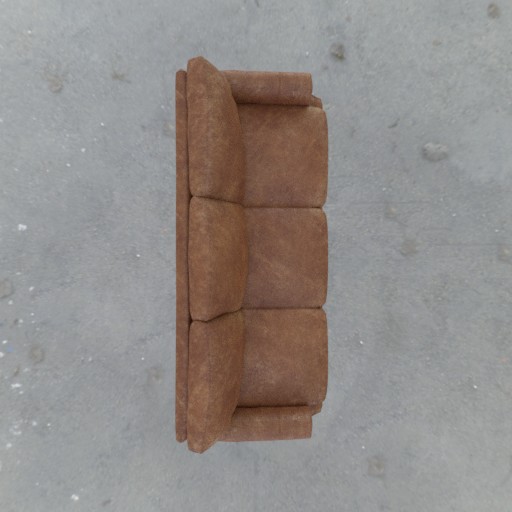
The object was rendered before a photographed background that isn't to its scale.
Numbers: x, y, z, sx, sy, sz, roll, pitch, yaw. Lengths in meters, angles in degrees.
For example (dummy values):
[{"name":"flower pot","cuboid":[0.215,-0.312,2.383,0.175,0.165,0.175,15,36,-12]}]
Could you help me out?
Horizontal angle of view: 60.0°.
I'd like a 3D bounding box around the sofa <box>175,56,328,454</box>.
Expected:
[{"name":"sofa","cuboid":[0.000,0.000,2.907,0.973,0.977,2.351,0,90,-2]}]
